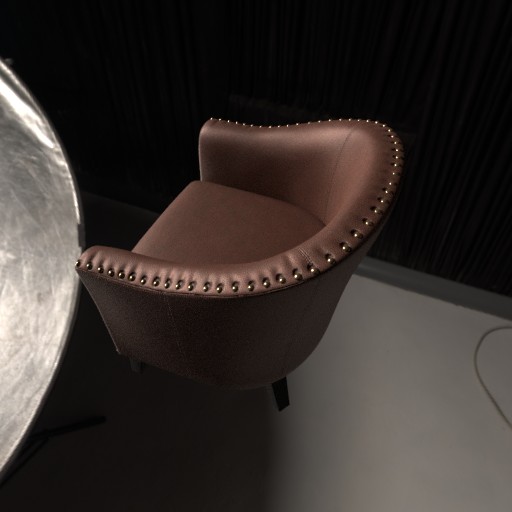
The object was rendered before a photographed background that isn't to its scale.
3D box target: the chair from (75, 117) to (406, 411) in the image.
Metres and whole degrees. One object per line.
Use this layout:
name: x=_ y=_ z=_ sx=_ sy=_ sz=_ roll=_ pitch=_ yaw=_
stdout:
chair: x=0.000 y=0.000 z=1.431 sx=0.748 sy=0.823 sz=0.794 roll=17 pitch=49 yaw=15
